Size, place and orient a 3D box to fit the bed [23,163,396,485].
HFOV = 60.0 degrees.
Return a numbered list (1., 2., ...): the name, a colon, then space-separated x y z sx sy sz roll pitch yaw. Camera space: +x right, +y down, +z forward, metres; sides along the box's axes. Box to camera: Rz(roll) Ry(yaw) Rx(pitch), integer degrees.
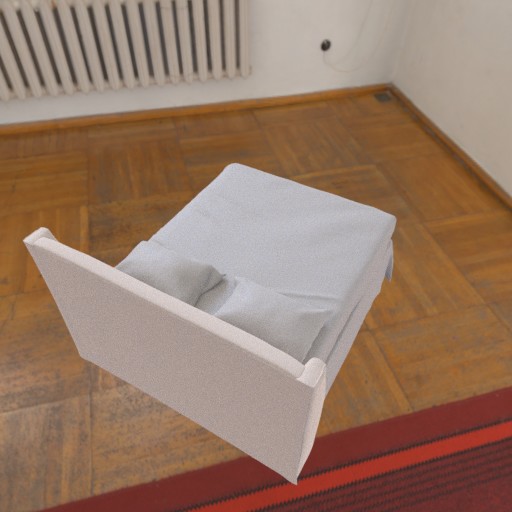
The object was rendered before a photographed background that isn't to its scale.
1. bed: 0.000 0.000 3.422 1.925 1.332 2.276 22 50 21
